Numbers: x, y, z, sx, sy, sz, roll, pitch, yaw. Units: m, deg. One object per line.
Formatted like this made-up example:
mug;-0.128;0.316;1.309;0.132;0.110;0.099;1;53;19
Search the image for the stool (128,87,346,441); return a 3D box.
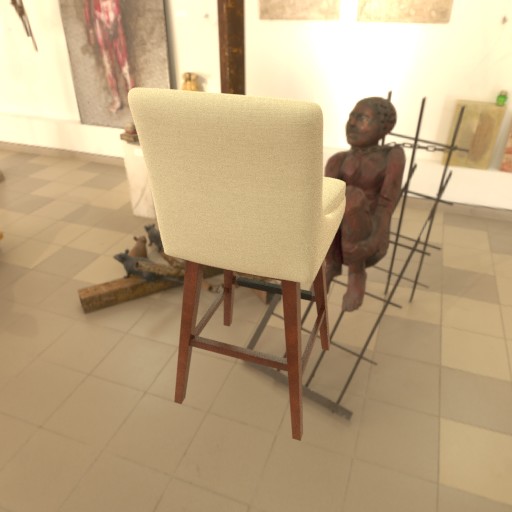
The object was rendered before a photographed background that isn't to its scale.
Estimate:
stool;0.000;0.000;1.417;0.470;1.097;0.559;11;33;17
